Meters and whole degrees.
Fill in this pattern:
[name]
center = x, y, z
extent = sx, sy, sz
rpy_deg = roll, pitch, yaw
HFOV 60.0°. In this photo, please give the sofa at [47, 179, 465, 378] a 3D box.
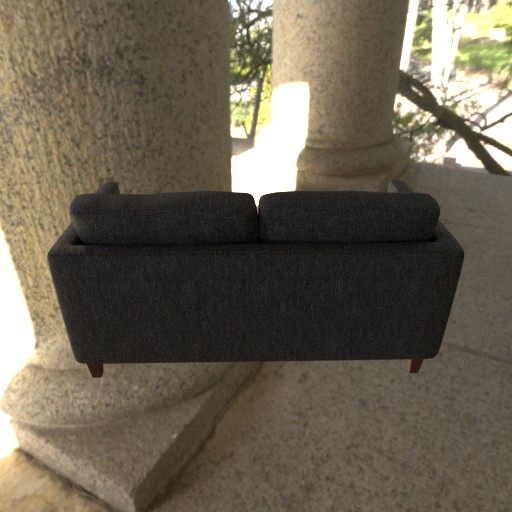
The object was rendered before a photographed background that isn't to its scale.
[sofa]
center = 0.000, 0.000, 2.483
extent = 1.884, 0.963, 0.950
rpy_deg = -1, 30, -1
